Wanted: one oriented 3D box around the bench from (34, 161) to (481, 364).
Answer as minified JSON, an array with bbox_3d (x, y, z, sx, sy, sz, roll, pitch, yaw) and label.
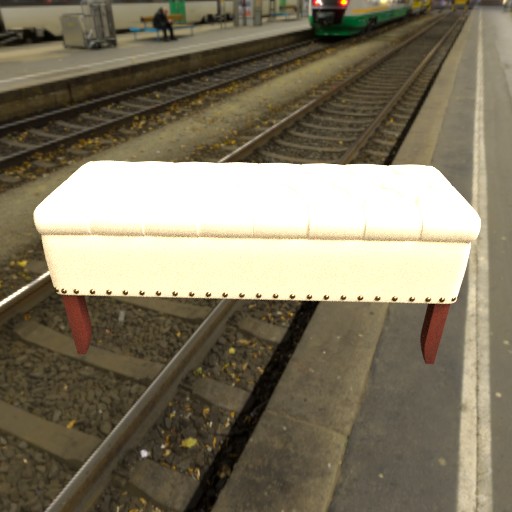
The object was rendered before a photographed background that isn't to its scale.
[{"bbox_3d":[0.000,0.000,1.291,1.054,0.470,0.400,1,31,2],"label":"bench"}]
